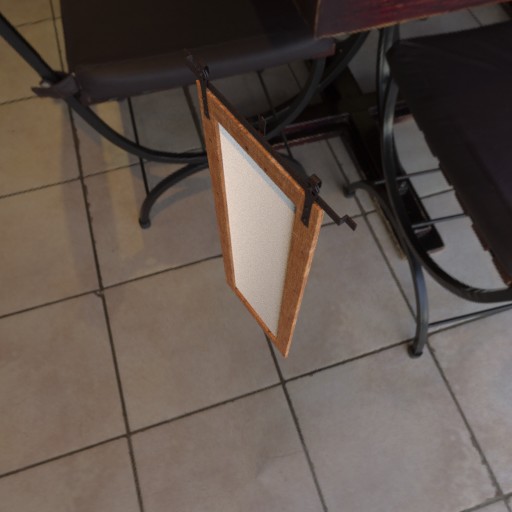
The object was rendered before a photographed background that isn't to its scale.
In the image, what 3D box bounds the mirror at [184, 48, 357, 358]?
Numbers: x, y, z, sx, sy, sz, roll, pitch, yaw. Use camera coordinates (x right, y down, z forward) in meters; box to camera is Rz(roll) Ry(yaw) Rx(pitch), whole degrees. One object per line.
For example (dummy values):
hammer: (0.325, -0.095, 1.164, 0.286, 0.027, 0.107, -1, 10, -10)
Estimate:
mirror: (0.000, 0.000, 2.066, 0.042, 1.793, 0.847, -33, 68, -15)
